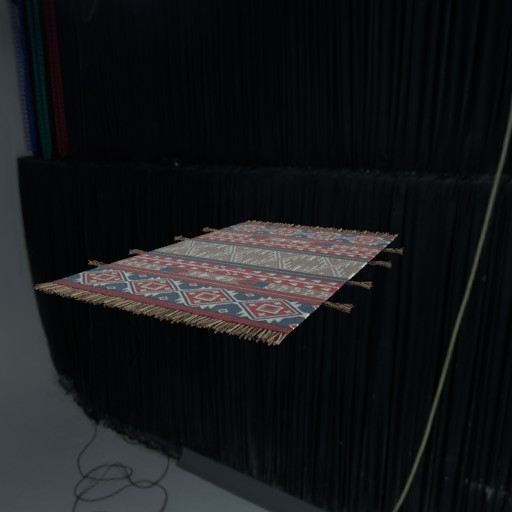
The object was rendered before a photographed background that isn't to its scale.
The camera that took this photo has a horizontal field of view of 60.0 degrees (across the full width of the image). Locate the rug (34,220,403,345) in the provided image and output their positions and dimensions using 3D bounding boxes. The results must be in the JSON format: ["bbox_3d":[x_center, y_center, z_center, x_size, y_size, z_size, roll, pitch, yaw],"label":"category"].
[{"bbox_3d":[0.000,0.000,2.584,1.469,0.040,2.025,8,16,27],"label":"rug"}]
